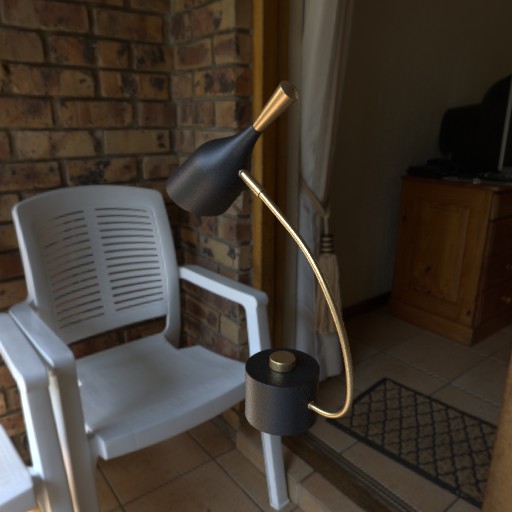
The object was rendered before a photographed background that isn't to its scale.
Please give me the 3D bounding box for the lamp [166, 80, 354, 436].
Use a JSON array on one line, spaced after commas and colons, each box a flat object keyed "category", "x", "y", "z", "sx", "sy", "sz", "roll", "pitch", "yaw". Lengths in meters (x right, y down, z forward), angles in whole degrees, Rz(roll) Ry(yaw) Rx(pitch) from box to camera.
[{"category": "lamp", "x": 0.000, "y": 0.000, "z": 0.637, "sx": 0.110, "sy": 0.464, "sz": 0.352, "roll": -16, "pitch": 23, "yaw": -41}]
